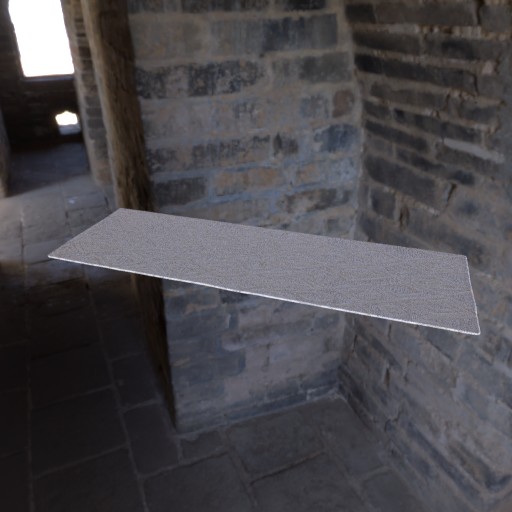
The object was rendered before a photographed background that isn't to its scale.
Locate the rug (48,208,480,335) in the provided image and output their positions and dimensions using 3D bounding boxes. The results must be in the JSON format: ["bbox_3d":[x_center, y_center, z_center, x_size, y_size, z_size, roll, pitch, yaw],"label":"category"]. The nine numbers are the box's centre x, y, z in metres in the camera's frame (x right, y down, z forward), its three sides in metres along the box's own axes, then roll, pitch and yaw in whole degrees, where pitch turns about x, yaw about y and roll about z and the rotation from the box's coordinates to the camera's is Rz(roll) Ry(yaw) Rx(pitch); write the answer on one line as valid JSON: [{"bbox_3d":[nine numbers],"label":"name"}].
[{"bbox_3d":[0.000,0.000,2.699,2.436,0.013,0.807,9,30,16],"label":"rug"}]
